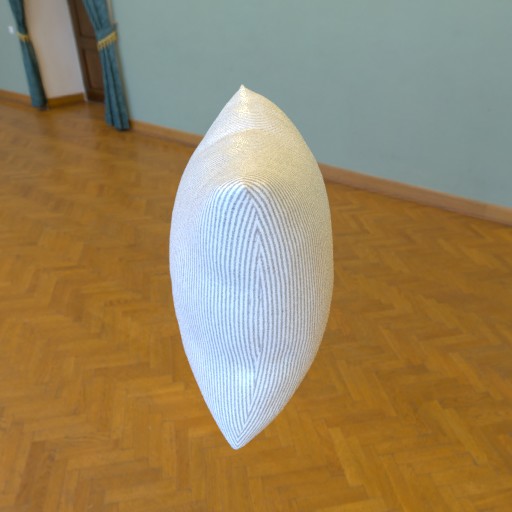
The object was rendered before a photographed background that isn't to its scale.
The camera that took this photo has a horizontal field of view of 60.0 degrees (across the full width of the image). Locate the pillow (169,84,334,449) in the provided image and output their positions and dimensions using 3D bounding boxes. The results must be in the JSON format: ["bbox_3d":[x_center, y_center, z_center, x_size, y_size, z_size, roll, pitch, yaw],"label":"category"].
[{"bbox_3d":[0.000,0.000,0.700,0.310,0.432,0.387,19,37,27],"label":"pillow"}]
